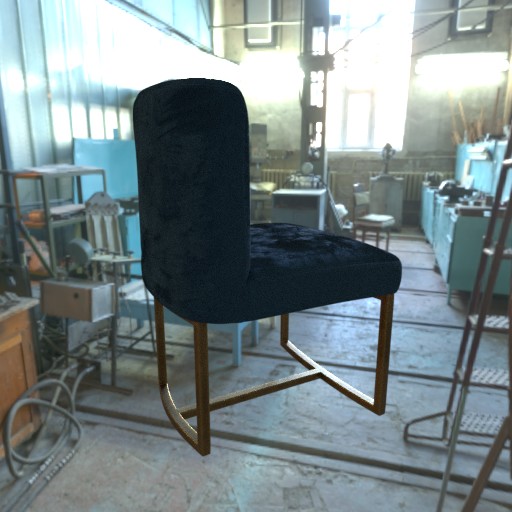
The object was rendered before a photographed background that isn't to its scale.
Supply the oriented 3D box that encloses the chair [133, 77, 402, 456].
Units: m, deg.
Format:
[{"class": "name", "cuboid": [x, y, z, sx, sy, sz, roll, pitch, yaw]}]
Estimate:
[{"class": "chair", "cuboid": [0.000, 0.000, 1.175, 0.560, 0.824, 0.530, -8, 16, -28]}]
